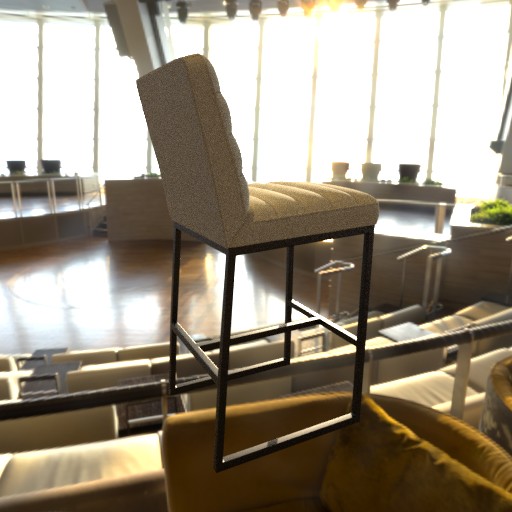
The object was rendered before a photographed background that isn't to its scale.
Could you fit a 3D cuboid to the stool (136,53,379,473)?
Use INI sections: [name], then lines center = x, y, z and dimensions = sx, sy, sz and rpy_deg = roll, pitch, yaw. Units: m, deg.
[stool]
center = 0.000, 0.000, 1.340
dimensions = 0.560, 1.040, 0.460
rpy_deg = -7, 16, -26
